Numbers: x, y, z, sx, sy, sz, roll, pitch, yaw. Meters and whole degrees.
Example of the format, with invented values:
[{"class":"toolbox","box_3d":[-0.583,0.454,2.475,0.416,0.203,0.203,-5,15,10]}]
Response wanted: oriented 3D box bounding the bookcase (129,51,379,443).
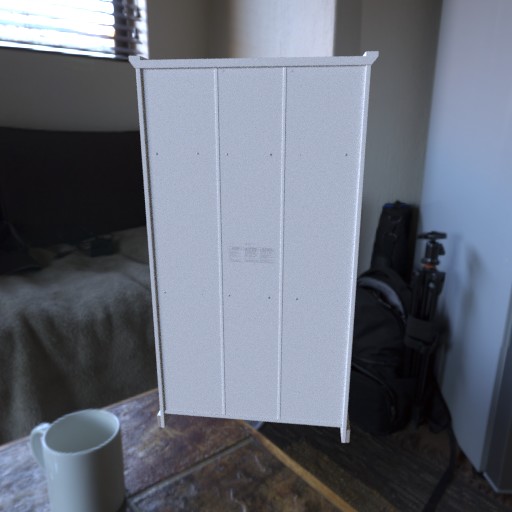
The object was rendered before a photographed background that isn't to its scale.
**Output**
[{"class":"bookcase","box_3d":[0.000,0.000,2.313,1.050,1.880,0.432,2,17,7]}]
